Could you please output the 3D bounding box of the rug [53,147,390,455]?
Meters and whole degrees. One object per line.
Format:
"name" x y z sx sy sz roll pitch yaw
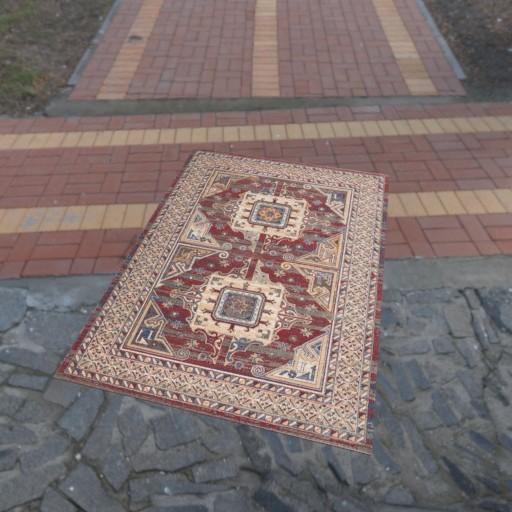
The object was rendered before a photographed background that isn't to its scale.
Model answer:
"rug" 0.000 0.000 4.228 2.381 0.013 3.197 10 48 9
